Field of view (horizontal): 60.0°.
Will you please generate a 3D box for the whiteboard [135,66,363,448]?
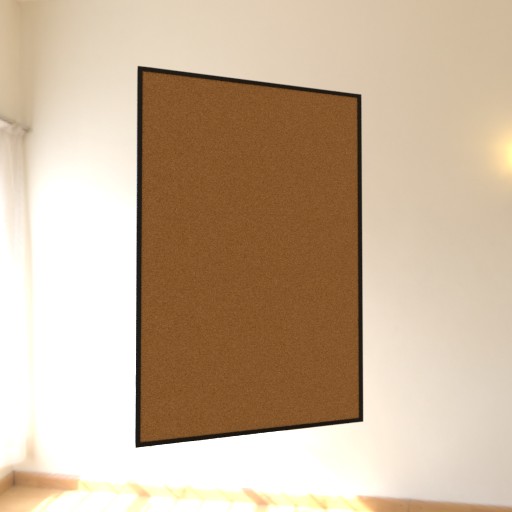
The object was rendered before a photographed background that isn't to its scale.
[{"bbox_3d":[0.000,0.000,0.777,0.406,0.611,0.026,0,-1,-17],"label":"whiteboard"}]
